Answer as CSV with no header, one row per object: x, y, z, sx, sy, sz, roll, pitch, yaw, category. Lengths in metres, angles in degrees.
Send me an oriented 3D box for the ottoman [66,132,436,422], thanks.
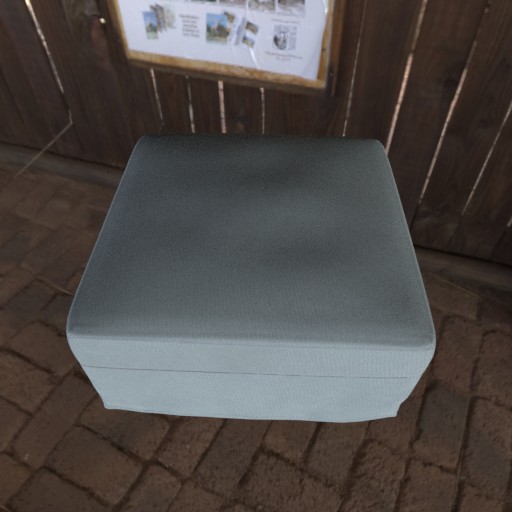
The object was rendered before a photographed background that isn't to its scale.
0.000,0.000,1.352,0.842,0.441,0.843,2,47,2,ottoman
